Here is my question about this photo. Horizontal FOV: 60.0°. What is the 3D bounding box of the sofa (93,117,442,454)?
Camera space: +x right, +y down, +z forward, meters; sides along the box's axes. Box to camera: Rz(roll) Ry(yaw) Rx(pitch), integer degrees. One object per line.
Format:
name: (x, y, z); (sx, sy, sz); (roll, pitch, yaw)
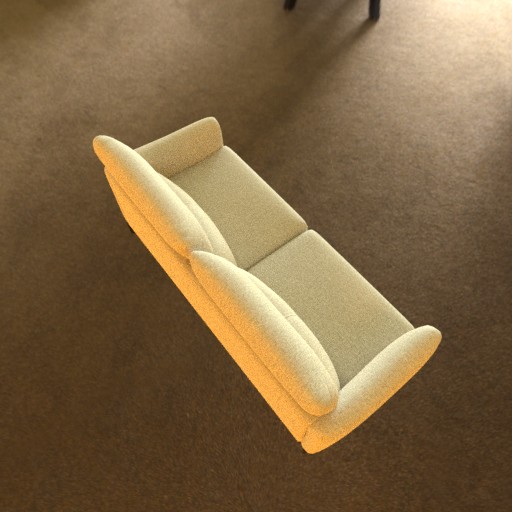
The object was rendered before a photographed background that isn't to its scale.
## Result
sofa: (0.000, 0.000, 2.503); (0.856, 0.956, 2.015); (-34, 65, -18)
